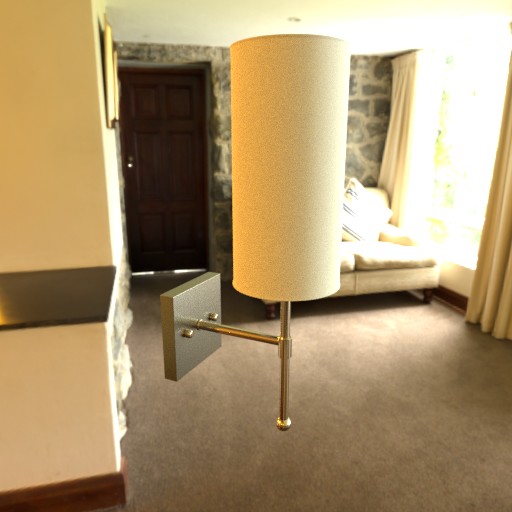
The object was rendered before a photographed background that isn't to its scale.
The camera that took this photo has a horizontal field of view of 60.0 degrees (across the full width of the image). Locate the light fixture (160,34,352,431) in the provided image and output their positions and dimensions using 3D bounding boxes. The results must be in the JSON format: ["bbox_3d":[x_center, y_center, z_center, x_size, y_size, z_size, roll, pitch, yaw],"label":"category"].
[{"bbox_3d":[0.000,0.000,0.542,0.208,0.462,0.128,7,16,25],"label":"light fixture"}]
